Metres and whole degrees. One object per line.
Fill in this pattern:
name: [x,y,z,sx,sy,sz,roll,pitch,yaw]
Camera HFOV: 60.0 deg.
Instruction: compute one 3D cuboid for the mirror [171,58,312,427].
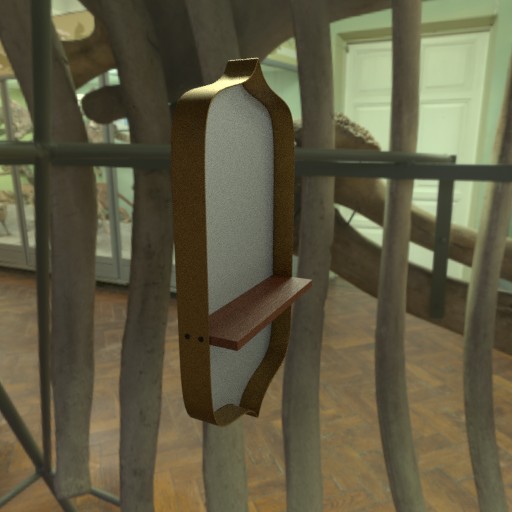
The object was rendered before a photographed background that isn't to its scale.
mirror: [0.000,0.000,0.741,0.096,0.613,0.323,7,16,25]
